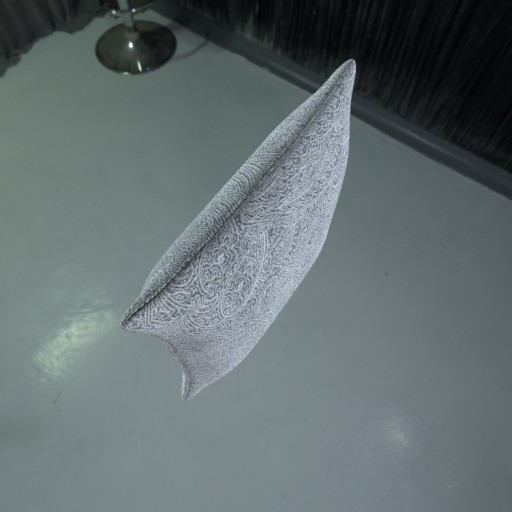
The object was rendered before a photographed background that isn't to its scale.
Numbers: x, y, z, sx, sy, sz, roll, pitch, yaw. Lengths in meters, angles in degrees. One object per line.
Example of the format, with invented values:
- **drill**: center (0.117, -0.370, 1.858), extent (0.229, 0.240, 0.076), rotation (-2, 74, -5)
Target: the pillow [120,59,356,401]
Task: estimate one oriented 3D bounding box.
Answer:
- **pillow**: center (0.000, 0.000, 0.801), extent (0.166, 0.510, 0.523), rotation (32, 67, 15)
